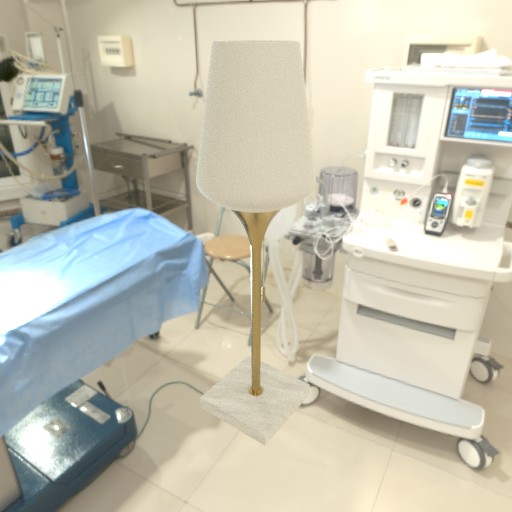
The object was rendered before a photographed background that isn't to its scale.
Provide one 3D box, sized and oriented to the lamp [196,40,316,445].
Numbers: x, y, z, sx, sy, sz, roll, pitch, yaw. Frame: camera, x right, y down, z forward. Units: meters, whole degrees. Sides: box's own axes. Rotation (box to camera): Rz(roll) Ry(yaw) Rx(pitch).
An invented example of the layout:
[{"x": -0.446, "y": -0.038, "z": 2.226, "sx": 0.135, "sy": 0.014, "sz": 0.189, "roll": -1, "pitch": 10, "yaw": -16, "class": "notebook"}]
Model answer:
[{"x": 0.000, "y": 0.000, "z": 0.731, "sx": 0.181, "sy": 0.639, "sz": 0.181, "roll": 18, "pitch": 32, "yaw": 32, "class": "lamp"}]
